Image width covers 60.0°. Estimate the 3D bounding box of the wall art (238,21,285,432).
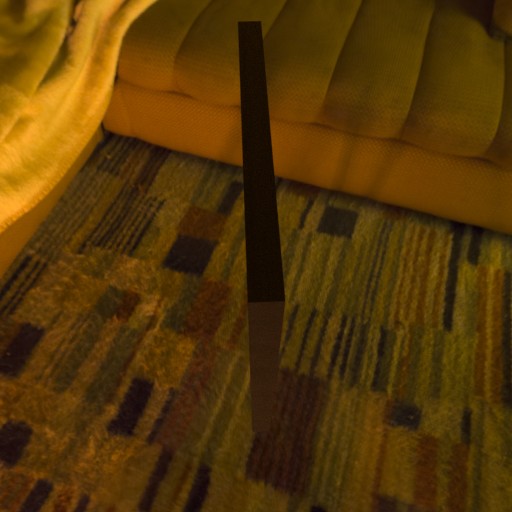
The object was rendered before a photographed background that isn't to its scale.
[{"bbox_3d":[0.000,0.000,0.752,0.034,0.552,0.455,-2,57,-1],"label":"wall art"}]
